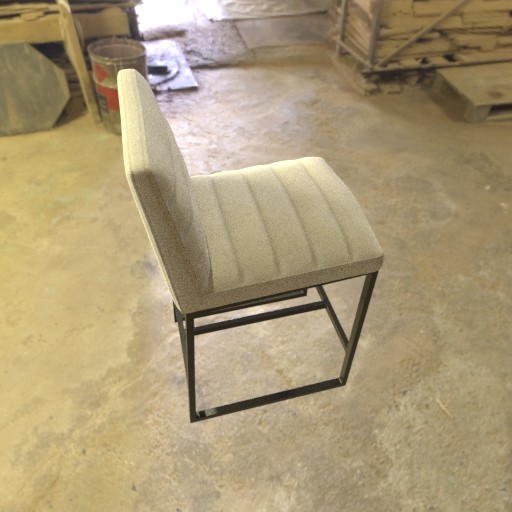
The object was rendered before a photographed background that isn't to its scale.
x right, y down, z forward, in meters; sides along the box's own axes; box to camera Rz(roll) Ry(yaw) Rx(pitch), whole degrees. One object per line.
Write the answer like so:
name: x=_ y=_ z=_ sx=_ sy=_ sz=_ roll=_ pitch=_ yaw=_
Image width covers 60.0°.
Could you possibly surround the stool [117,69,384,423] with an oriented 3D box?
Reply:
stool: x=0.000 y=0.000 z=1.277 sx=0.567 sy=0.971 sz=0.459 roll=-10 pitch=46 yaw=-10
